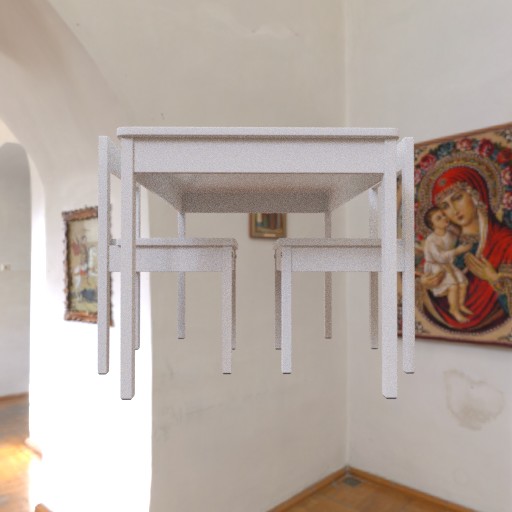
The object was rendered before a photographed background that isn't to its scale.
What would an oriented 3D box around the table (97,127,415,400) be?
[{"bbox_3d":[0.000,0.000,1.079,0.672,0.503,0.650,0,-1,-1],"label":"table"}]
